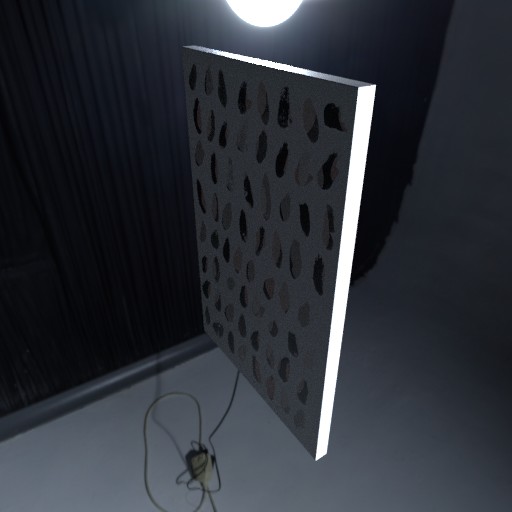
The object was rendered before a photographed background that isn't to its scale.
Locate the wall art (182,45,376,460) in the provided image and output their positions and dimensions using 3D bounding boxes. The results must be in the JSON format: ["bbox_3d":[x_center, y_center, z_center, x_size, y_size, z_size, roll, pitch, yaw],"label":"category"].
[{"bbox_3d":[0.000,0.000,0.748,0.025,0.608,0.405,-19,36,-28],"label":"wall art"}]
